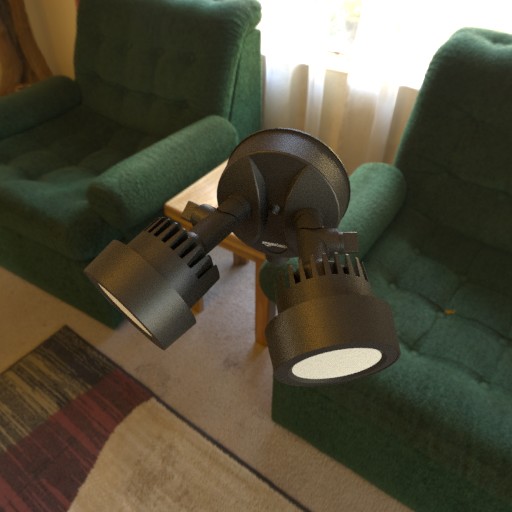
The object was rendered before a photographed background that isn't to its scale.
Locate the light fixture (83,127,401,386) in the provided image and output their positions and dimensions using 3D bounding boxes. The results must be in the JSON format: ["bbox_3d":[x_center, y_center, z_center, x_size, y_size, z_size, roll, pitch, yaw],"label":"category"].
[{"bbox_3d":[0.000,0.000,0.319,0.213,0.120,0.168,12,43,13],"label":"light fixture"}]
